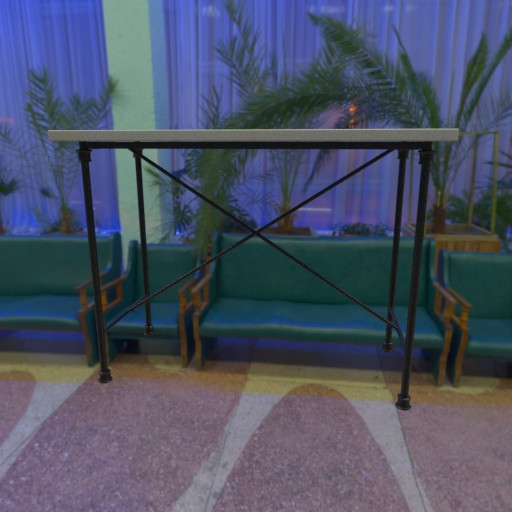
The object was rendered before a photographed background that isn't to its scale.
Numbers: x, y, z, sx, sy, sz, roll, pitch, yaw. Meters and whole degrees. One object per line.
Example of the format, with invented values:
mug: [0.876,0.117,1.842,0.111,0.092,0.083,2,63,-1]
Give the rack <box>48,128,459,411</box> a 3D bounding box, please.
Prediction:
rack: [0.000,0.000,1.632,1.159,0.880,0.613,2,15,9]
